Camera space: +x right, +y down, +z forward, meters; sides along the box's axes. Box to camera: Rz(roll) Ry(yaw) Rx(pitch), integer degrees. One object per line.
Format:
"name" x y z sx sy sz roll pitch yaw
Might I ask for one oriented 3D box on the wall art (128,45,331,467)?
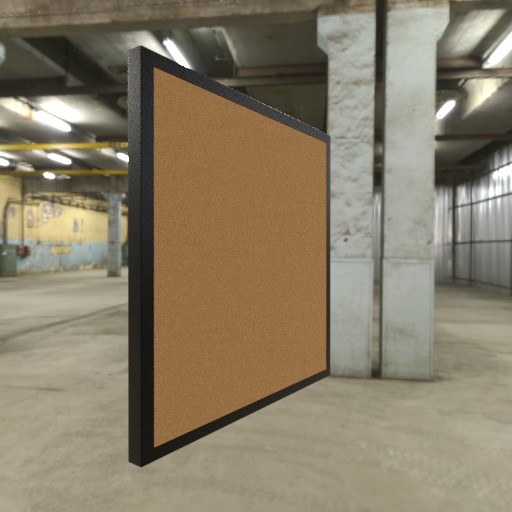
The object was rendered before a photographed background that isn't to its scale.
"wall art" 0.000 0.000 1.113 0.038 0.761 0.755 0 0 36
